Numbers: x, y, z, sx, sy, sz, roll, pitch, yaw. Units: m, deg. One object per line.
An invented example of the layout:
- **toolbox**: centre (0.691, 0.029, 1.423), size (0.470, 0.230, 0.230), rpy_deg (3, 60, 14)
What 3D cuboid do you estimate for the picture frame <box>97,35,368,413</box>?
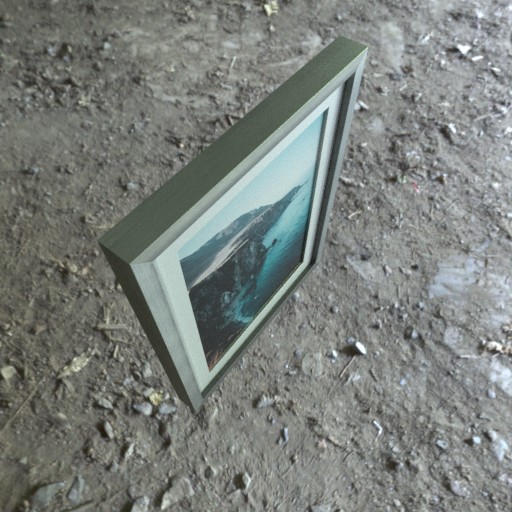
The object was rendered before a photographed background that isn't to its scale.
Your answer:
- **picture frame**: centre (0.000, 0.000, 0.754), size (0.046, 0.555, 0.449), rpy_deg (33, 63, 20)
